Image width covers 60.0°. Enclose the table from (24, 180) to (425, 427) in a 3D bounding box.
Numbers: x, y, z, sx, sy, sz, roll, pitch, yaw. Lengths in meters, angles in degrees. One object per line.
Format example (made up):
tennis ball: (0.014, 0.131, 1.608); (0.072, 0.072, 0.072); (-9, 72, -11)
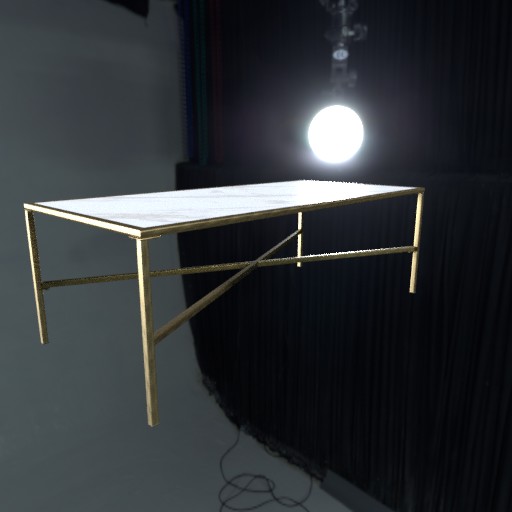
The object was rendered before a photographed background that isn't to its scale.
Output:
table: (0.000, 0.000, 1.459); (0.577, 0.405, 1.197); (13, 19, 42)
